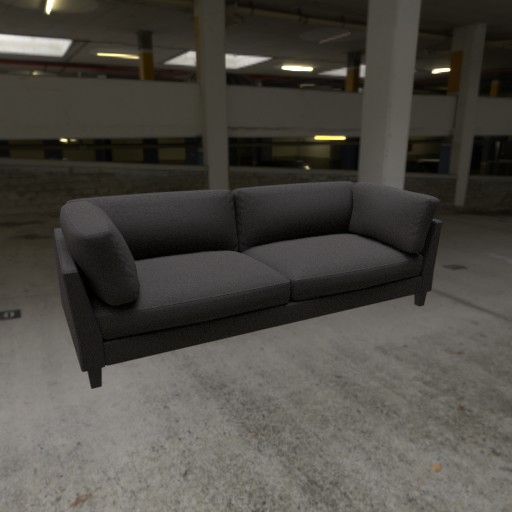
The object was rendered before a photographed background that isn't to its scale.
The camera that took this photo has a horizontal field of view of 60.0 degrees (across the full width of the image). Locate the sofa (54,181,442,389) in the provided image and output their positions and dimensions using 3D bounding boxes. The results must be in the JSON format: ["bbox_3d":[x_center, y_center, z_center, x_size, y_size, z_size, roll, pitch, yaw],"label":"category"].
[{"bbox_3d":[0.000,0.000,2.807,2.312,0.792,0.969,-8,18,-27],"label":"sofa"}]
